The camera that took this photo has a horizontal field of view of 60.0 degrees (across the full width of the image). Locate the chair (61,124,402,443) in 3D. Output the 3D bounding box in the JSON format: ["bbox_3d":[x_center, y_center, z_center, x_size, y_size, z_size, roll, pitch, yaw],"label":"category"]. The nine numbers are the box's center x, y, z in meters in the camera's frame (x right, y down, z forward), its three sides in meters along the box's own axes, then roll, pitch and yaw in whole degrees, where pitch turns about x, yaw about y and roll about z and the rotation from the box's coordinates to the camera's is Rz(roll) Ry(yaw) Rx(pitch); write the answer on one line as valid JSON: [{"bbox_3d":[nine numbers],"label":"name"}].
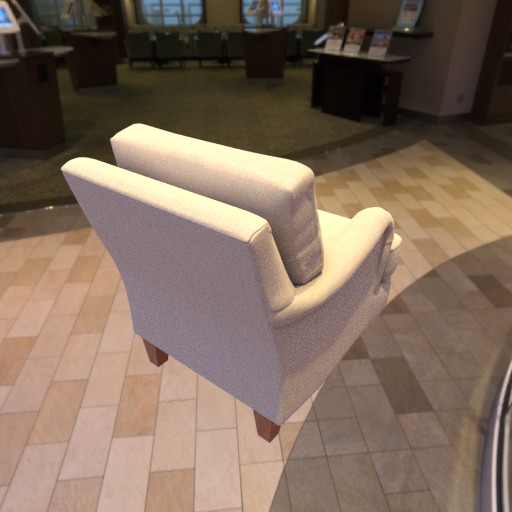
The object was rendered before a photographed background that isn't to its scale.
[{"bbox_3d":[0.000,0.000,1.843,0.895,1.076,1.078,22,37,33],"label":"chair"}]
